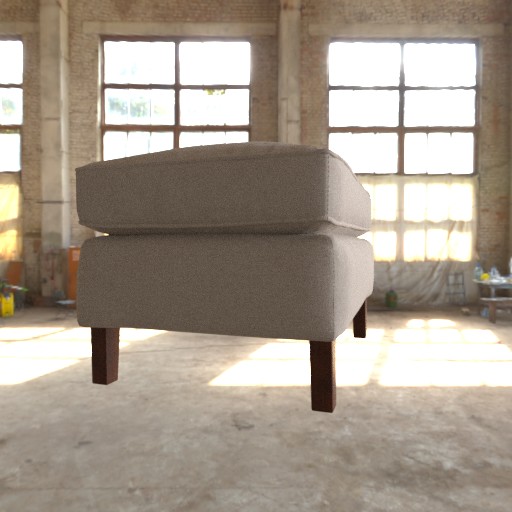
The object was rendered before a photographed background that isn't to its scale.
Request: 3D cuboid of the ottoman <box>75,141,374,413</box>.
[{"bbox_3d":[0.000,0.000,1.006,0.501,0.456,0.665,1,2,19],"label":"ottoman"}]
